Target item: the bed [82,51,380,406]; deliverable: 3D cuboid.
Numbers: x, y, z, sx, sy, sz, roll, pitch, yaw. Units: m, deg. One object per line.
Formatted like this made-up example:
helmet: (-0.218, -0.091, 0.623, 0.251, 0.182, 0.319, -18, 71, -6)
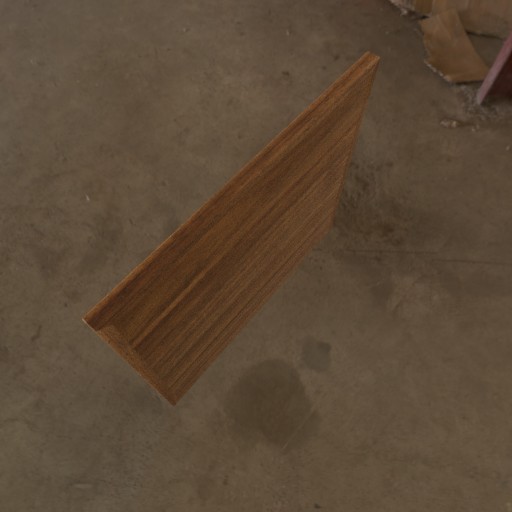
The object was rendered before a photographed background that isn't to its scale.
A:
bed: (0.000, 0.000, 1.485, 0.043, 0.940, 1.041, 37, 68, 17)
